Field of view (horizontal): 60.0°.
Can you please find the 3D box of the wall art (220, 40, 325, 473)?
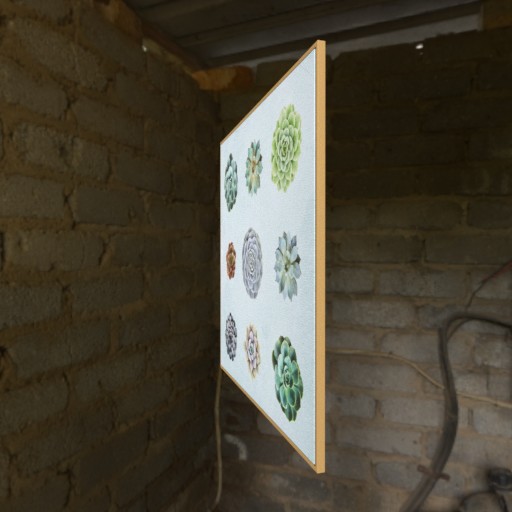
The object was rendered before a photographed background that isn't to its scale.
[{"bbox_3d":[0.000,0.000,0.985,0.014,0.655,0.657,0,0,-17],"label":"wall art"}]
